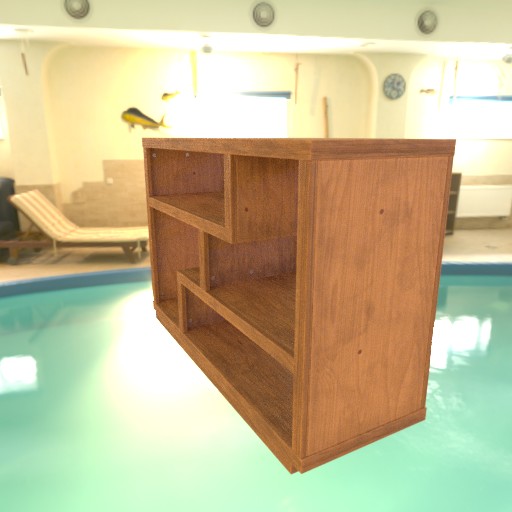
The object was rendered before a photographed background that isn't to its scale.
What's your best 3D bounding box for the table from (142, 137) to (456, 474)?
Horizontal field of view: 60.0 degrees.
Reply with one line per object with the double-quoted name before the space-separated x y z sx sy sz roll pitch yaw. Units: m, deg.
"table" 0.000 0.000 1.499 0.410 0.771 1.151 -8 17 -28
